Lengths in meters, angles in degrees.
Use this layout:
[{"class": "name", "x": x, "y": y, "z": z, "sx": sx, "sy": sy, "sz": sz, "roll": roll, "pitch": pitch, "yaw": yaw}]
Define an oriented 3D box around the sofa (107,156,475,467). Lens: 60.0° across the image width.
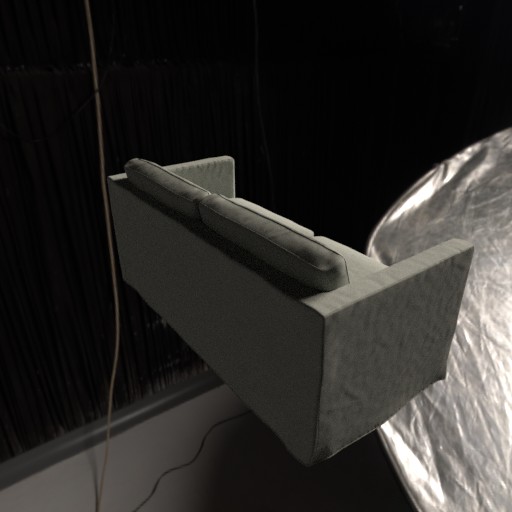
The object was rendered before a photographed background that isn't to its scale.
[{"class": "sofa", "x": 0.000, "y": 0.000, "z": 2.485, "sx": 0.940, "sy": 0.870, "sz": 1.987, "roll": -18, "pitch": 32, "yaw": -32}]
